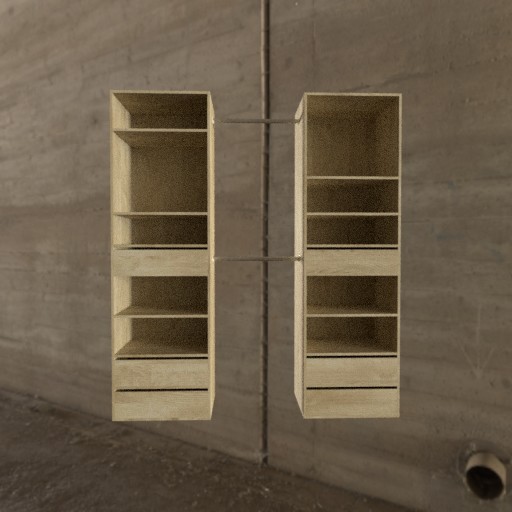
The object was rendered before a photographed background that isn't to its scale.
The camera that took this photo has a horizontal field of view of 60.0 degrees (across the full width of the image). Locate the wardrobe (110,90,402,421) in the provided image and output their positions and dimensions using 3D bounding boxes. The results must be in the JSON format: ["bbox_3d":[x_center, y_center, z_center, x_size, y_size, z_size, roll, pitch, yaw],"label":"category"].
[{"bbox_3d":[0.000,0.000,2.948,1.770,2.000,0.480,0,1,-2],"label":"wardrobe"}]
